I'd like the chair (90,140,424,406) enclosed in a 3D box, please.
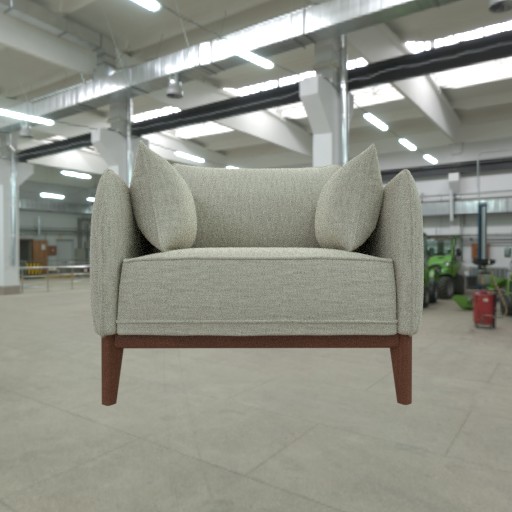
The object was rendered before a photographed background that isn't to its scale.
[{"bbox_3d":[0.000,0.000,1.711,0.994,0.855,0.991,0,1,0],"label":"chair"}]
